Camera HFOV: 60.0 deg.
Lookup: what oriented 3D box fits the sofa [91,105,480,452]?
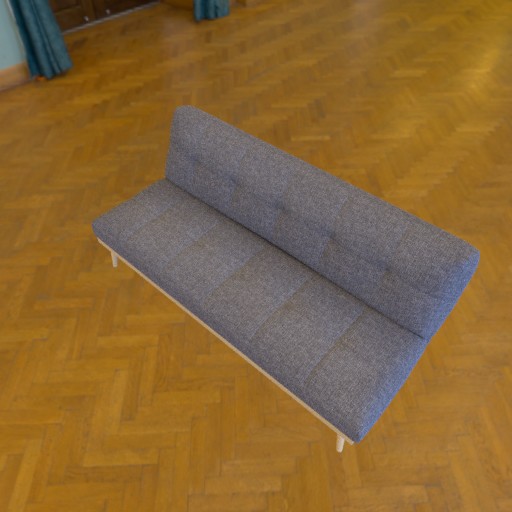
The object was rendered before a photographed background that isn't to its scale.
[{"bbox_3d":[0.000,0.000,2.280,1.820,0.770,0.820,33,56,26],"label":"sofa"}]
